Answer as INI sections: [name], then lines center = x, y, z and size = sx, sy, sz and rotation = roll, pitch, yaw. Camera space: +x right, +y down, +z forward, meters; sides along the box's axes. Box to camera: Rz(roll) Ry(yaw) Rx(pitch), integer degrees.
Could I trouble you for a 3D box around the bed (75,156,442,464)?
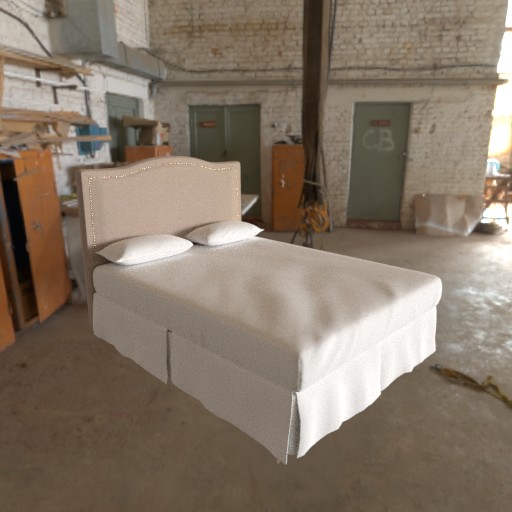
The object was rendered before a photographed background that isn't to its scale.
[bed]
center = 0.000, 0.000, 3.410
size = 2.282, 1.436, 1.821
rotation = 14, 21, 42
